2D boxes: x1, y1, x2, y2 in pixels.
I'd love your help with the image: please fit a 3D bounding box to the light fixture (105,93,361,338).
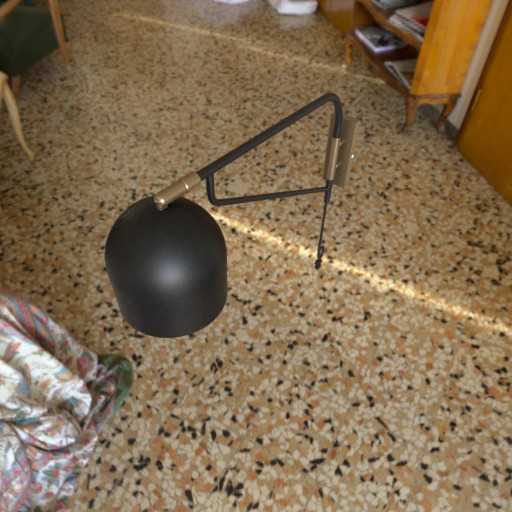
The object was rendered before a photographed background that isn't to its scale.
[{"bbox_3d":[0.000,0.000,1.085,0.215,0.696,0.720,32,55,26],"label":"light fixture"}]
